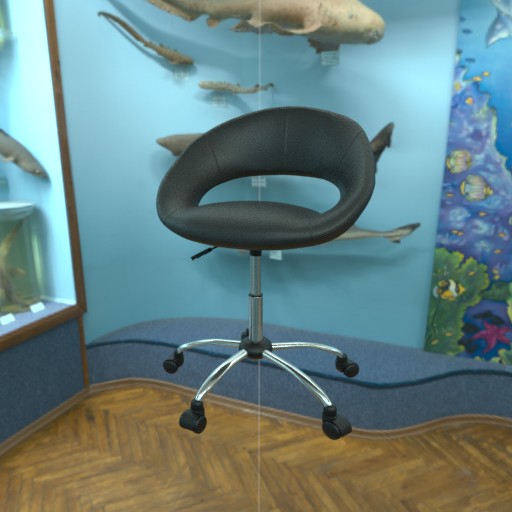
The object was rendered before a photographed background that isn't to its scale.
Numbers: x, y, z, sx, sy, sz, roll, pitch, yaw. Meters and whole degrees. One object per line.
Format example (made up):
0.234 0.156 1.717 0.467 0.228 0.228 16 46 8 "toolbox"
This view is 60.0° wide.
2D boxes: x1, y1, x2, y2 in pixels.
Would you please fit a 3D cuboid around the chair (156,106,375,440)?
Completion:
0.000 0.000 1.190 0.612 0.791 0.538 7 16 25 "chair"
